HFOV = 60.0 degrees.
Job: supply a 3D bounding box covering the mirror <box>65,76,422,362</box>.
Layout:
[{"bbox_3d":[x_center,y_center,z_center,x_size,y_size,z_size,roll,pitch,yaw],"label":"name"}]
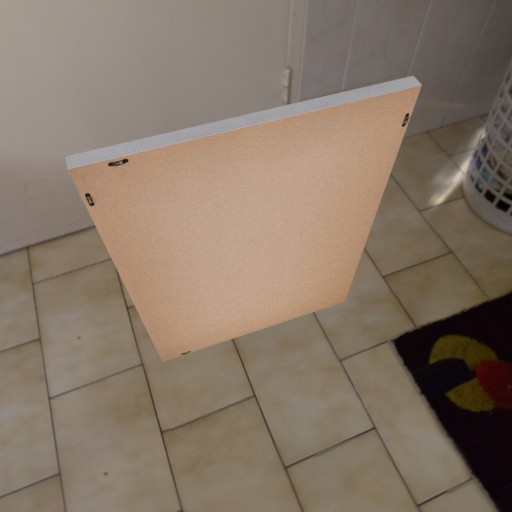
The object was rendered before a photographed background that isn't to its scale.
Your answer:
[{"bbox_3d":[0.000,0.000,1.333,0.762,1.016,0.041,-16,58,-11],"label":"mirror"}]
